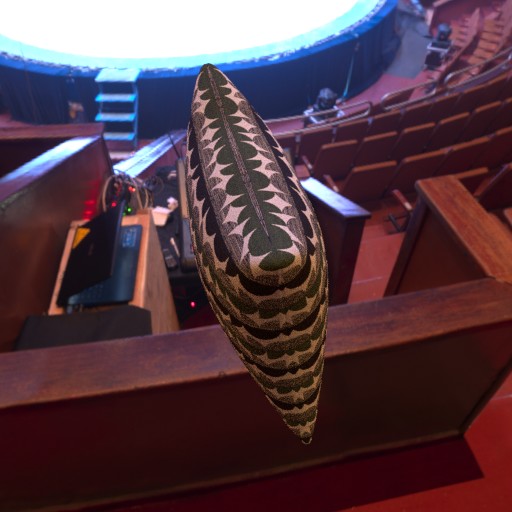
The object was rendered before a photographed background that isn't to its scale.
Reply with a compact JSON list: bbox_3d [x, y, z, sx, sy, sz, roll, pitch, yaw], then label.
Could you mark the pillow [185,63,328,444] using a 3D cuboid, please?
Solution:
[{"bbox_3d":[0.000,0.000,0.651,0.180,0.404,0.419,-9,47,-9],"label":"pillow"}]
